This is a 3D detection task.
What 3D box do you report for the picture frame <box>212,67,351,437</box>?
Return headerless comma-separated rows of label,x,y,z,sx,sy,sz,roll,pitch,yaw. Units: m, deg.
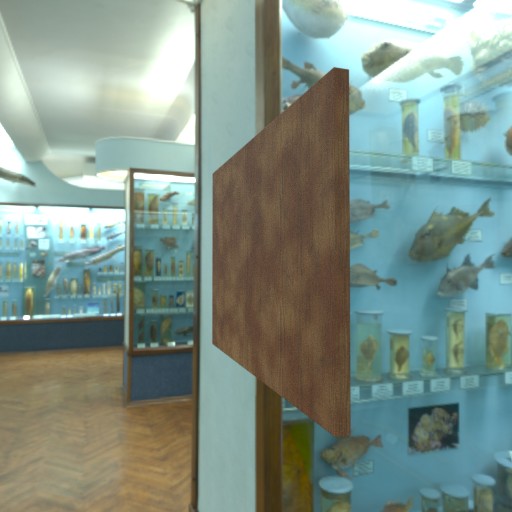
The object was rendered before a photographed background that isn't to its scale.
picture frame,0.000,0.000,1.220,0.029,0.640,0.950,0,-1,-18
